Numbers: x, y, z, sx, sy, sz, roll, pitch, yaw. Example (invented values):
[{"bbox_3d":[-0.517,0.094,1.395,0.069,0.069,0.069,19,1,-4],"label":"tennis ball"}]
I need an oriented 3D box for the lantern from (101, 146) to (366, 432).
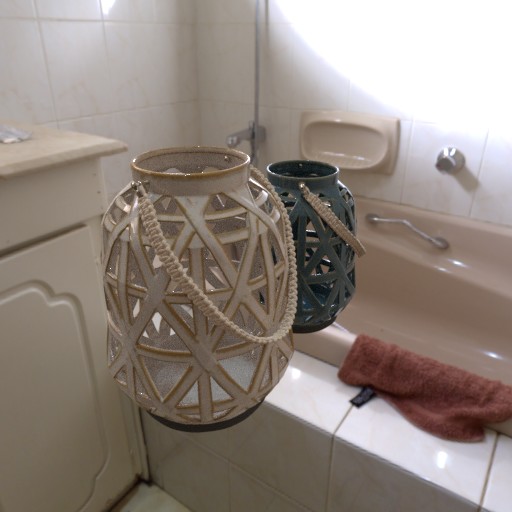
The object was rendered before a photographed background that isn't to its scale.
[{"bbox_3d":[0.000,0.000,0.607,0.245,0.307,0.439,18,31,33],"label":"lantern"}]
